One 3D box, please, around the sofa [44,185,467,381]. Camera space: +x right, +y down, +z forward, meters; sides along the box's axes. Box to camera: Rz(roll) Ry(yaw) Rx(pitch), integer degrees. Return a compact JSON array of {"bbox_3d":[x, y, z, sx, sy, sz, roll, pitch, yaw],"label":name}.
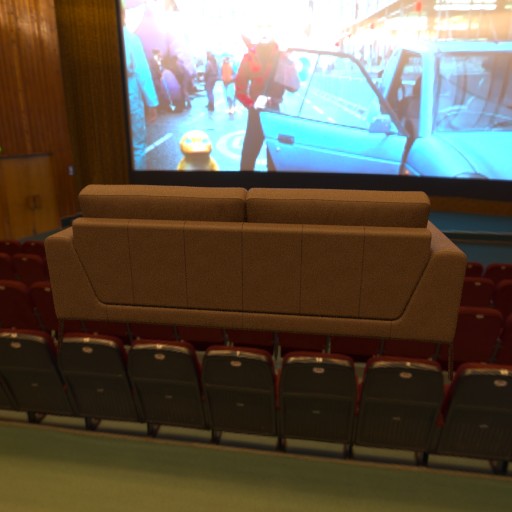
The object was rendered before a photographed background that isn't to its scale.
[{"bbox_3d":[0.000,0.000,2.547,2.017,0.875,0.953,2,17,7],"label":"sofa"}]
